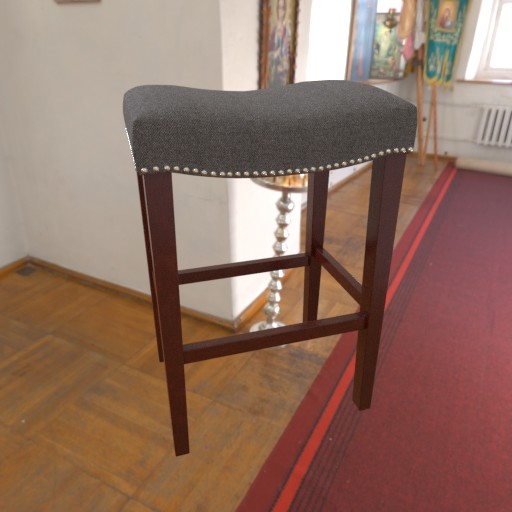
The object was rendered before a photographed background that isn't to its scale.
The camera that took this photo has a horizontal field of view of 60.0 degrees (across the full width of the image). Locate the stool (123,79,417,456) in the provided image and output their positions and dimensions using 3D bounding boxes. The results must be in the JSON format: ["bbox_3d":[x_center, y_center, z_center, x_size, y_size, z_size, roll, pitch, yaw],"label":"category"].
[{"bbox_3d":[0.000,0.000,1.022,0.504,0.742,0.372,-8,27,-15],"label":"stool"}]
